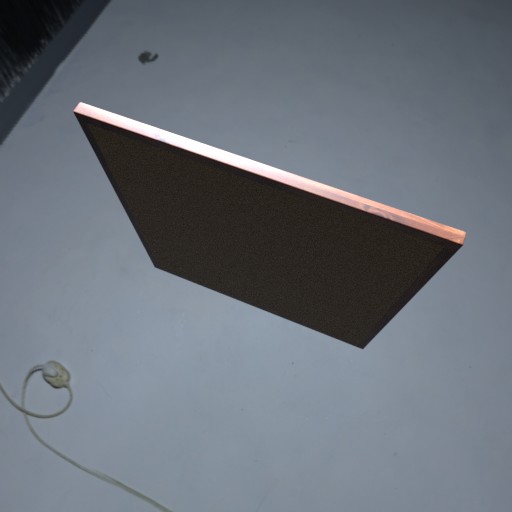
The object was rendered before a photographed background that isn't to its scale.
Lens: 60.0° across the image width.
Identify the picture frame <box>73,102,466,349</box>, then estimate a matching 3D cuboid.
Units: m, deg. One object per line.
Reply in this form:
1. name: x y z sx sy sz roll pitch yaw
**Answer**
1. picture frame: 0.000 0.000 1.228 0.810 0.817 0.029 21 67 9
